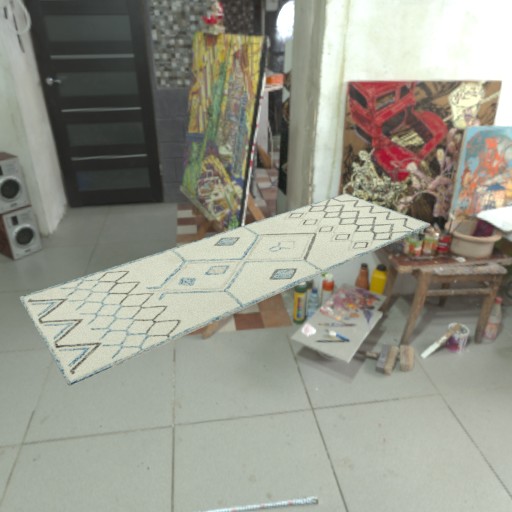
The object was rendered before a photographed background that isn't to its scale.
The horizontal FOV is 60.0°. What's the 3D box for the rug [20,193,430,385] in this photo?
[{"bbox_3d":[0.000,0.000,2.634,2.434,0.013,0.770,-20,34,-33],"label":"rug"}]
